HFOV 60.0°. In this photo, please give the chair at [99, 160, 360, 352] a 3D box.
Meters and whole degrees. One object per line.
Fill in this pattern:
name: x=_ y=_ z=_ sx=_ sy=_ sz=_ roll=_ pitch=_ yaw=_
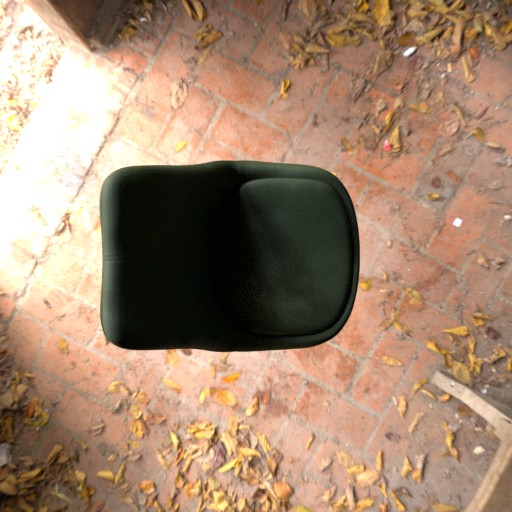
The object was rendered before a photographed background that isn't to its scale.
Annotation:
chair: x=0.000 y=0.000 z=1.195 sx=0.547 sy=0.865 sz=0.483 roll=0 pitch=91 yaw=0
